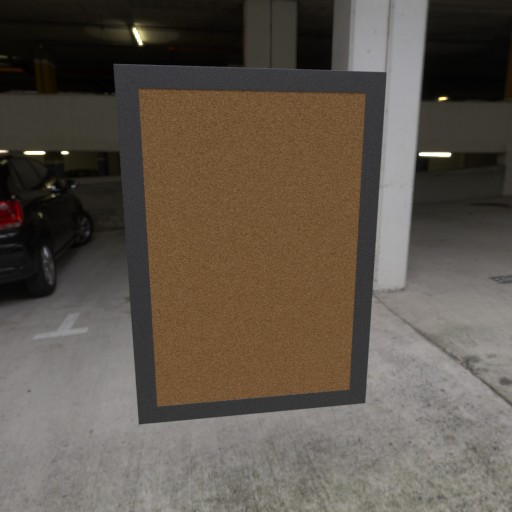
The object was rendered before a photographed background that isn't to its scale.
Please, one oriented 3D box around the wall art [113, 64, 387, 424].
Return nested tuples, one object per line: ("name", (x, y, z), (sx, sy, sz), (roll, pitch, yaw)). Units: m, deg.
("wall art", (0.000, 0.000, 0.677), (0.380, 0.534, 0.013), (-2, 14, -9))
